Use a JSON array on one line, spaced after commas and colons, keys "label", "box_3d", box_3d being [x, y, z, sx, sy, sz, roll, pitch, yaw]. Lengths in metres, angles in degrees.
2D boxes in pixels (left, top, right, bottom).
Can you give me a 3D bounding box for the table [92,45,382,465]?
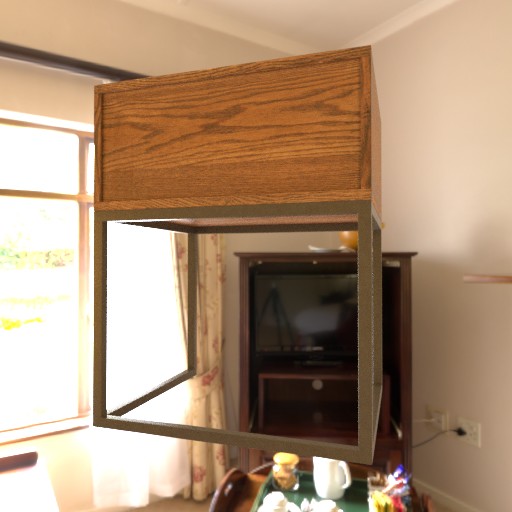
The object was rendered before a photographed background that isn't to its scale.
[{"label": "table", "box_3d": [0.000, 0.000, 0.907, 0.482, 0.610, 0.400, 0, -1, 18]}]
